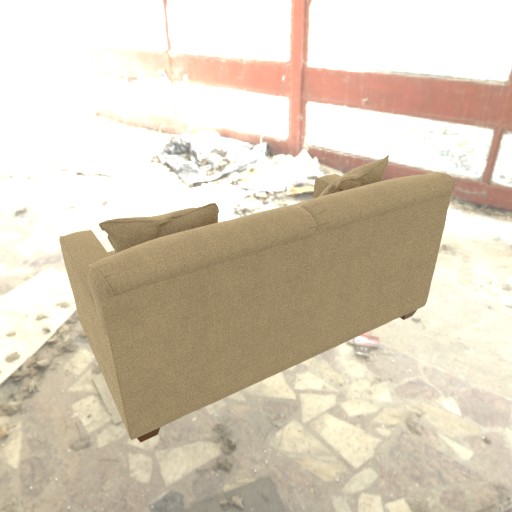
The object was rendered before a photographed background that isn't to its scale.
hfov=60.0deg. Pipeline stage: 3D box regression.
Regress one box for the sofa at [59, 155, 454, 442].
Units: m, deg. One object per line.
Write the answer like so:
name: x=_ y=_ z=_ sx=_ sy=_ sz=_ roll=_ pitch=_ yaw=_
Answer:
sofa: x=0.000 y=0.000 z=2.433 sx=1.846 sy=0.958 sz=0.998 roll=-17 pitch=34 yaw=-27
